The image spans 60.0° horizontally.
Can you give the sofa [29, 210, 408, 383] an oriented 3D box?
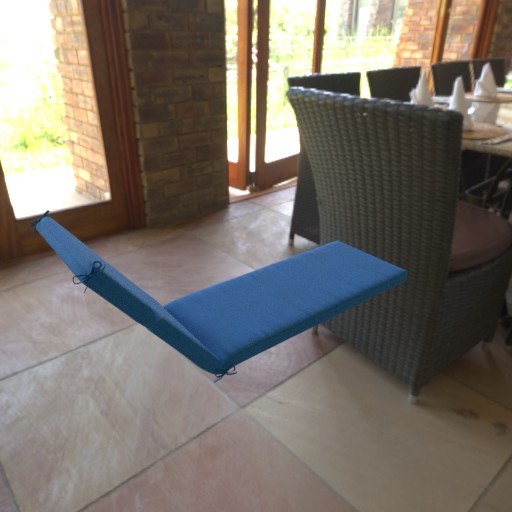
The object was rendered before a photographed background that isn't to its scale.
[{"bbox_3d":[0.000,0.000,1.973,1.663,0.622,0.582,-19,32,-33],"label":"sofa"}]
